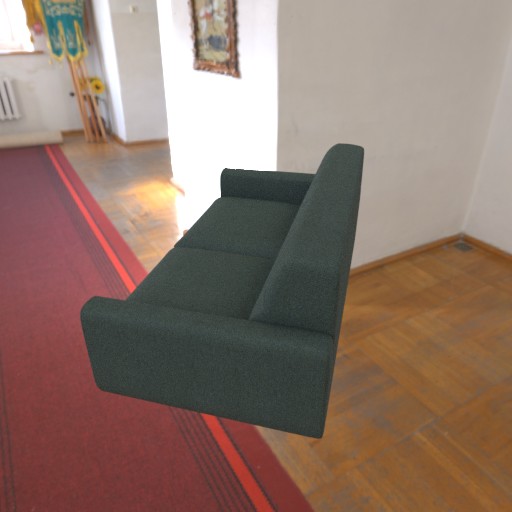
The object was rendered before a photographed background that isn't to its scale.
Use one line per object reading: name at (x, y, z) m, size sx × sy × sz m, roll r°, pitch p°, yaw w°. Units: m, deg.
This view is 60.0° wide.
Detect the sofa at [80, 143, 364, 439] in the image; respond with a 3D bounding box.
sofa at (0.000, 0.000, 2.202) m, size 0.909 × 0.841 × 1.631 m, roll 8°, pitch 31°, yaw 13°
